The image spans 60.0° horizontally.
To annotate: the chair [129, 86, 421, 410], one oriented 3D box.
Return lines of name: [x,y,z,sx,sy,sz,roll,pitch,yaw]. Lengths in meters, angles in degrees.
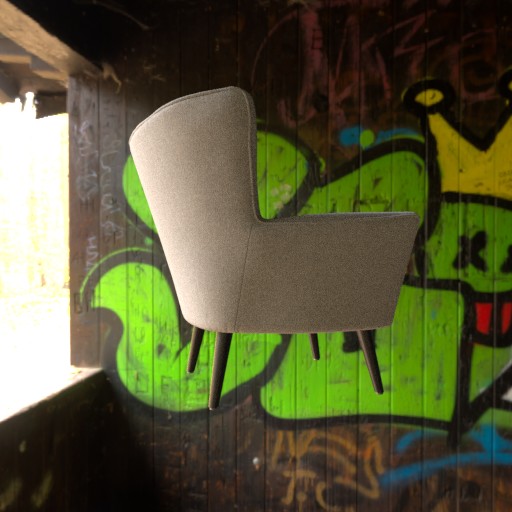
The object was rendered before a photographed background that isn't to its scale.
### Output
chair: [0.000,0.000,1.620,0.888,0.933,0.781,0,1,-18]
